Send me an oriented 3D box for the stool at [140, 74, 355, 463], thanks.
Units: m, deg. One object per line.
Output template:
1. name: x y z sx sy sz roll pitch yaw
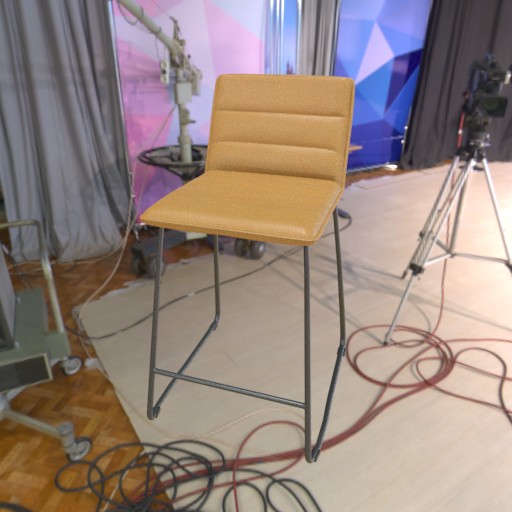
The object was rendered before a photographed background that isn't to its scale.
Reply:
1. stool: 0.000 0.000 1.181 0.489 0.866 0.524 8 28 16
